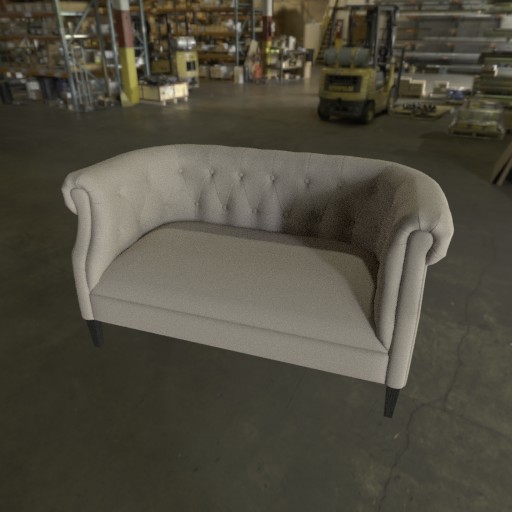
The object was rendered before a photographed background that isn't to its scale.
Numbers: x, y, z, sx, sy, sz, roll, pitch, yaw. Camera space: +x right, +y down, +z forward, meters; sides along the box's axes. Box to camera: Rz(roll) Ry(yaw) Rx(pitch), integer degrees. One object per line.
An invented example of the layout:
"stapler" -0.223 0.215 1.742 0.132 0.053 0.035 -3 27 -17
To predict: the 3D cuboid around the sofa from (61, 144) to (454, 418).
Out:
"sofa" 0.000 0.000 2.051 1.558 0.827 0.835 9 28 17
